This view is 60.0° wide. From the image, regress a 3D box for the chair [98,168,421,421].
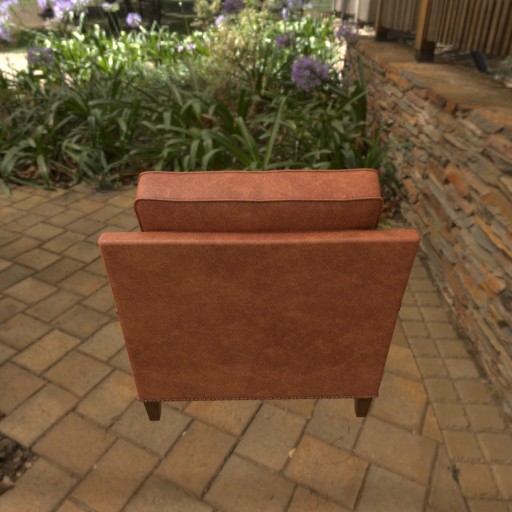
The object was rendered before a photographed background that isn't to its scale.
[{"bbox_3d":[0.000,0.000,1.746,0.853,0.943,1.014,-1,29,-1],"label":"chair"}]
